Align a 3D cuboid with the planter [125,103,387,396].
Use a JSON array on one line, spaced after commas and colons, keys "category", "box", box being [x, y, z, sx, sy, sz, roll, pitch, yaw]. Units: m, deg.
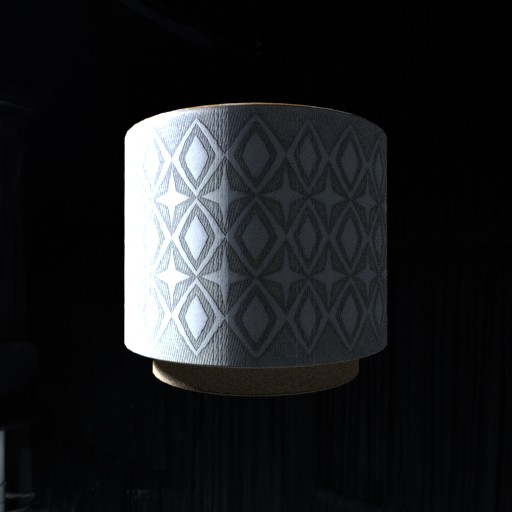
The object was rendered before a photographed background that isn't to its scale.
[{"category": "planter", "box": [0.000, 0.000, 0.449, 0.255, 0.223, 0.255, 0, 0, 0]}]
